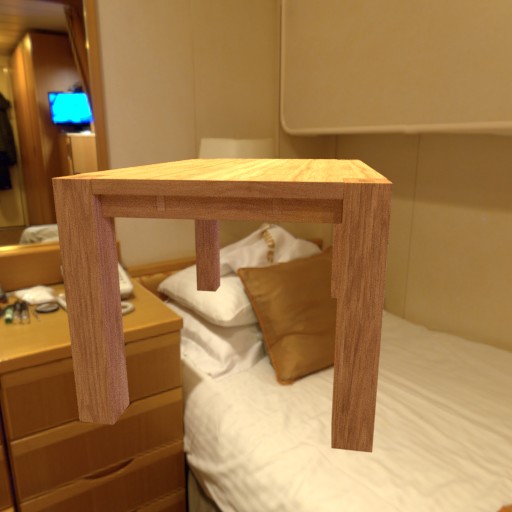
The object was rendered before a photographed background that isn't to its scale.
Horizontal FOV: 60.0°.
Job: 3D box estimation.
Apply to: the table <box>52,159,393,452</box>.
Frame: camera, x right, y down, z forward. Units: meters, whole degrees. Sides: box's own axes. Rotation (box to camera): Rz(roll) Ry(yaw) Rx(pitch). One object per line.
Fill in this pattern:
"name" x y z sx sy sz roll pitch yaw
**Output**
"table" 0.000 0.000 1.900 0.900 0.760 1.400 2 15 9
